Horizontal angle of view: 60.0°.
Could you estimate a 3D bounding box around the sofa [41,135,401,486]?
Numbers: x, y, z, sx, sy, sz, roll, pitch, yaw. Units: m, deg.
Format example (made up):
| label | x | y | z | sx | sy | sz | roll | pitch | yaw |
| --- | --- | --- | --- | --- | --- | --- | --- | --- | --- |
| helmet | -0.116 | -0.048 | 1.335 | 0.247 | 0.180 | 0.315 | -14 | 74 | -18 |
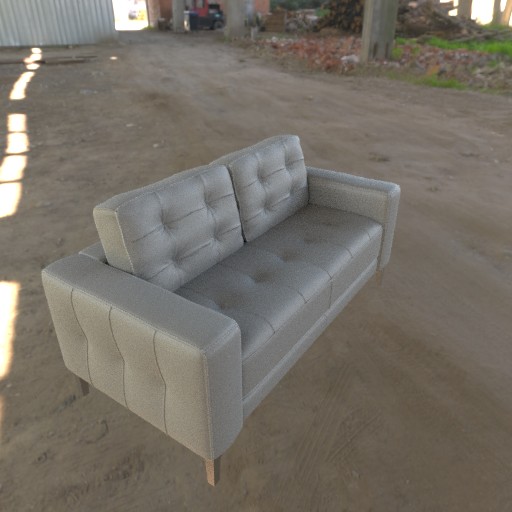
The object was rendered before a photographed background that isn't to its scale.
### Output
| label | x | y | z | sx | sy | sz | roll | pitch | yaw |
| --- | --- | --- | --- | --- | --- | --- | --- | --- | --- |
| sofa | 0.000 | 0.000 | 2.151 | 0.833 | 0.892 | 1.726 | 18 | 34 | 30 |
